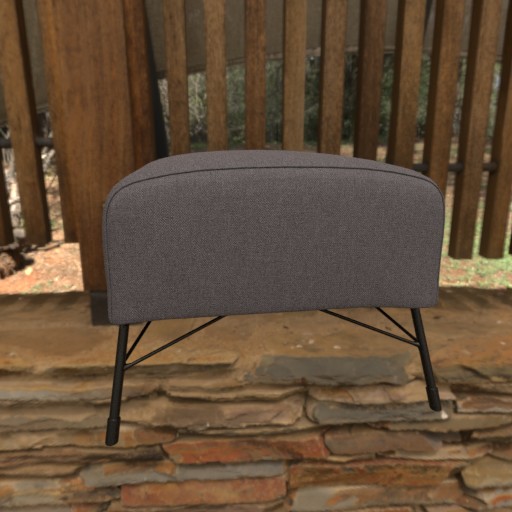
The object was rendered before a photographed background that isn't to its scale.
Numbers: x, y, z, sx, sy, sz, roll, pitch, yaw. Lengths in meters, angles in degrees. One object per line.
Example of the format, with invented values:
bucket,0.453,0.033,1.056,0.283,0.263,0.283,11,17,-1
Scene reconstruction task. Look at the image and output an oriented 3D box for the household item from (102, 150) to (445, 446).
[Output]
household item,0.000,0.000,0.880,0.530,0.410,0.530,-2,14,-9
